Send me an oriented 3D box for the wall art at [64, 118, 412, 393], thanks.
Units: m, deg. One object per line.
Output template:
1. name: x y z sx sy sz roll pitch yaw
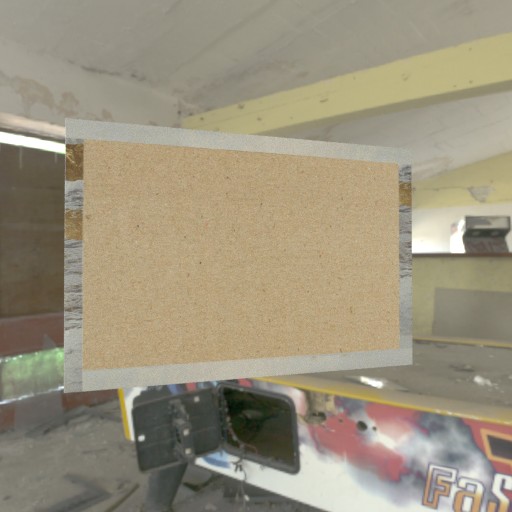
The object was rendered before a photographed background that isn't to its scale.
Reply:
1. wall art: 0.000 0.000 0.765 0.606 0.407 0.041 0 -1 -18
